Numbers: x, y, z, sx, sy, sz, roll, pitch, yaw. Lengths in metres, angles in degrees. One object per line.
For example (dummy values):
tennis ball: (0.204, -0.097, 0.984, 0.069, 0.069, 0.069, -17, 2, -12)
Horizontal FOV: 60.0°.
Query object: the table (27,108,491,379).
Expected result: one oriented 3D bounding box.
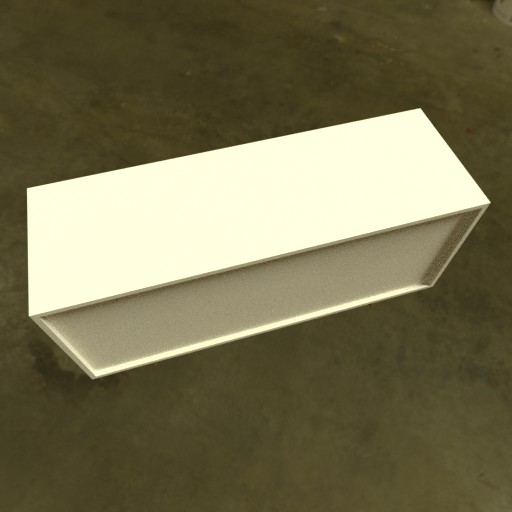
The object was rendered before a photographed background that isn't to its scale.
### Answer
table: (0.000, 0.000, 1.837, 1.500, 0.769, 0.508, -14, 58, -9)
